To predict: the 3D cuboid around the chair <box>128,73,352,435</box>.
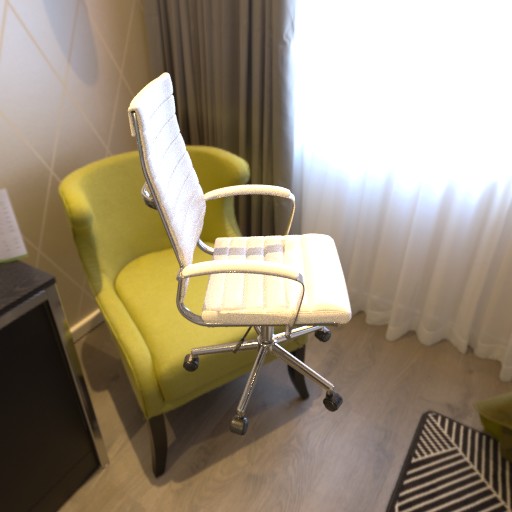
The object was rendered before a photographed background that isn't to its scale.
[{"bbox_3d":[0.000,0.000,1.579,0.679,1.149,0.679,1,33,1],"label":"chair"}]
